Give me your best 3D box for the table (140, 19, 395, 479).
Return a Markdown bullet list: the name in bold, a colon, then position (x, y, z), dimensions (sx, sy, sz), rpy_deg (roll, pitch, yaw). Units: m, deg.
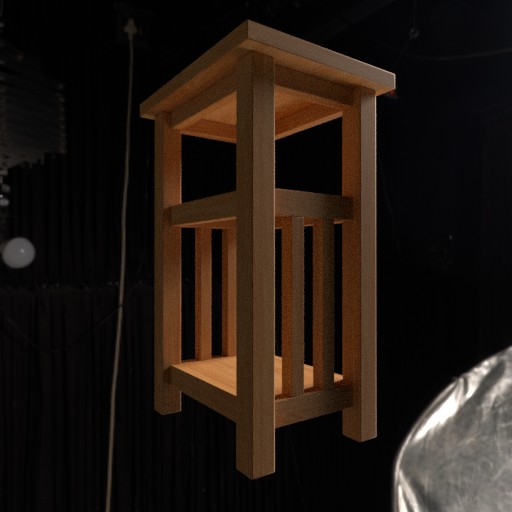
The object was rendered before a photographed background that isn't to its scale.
- **table**: position (0.000, 0.000, 0.735), dimensions (0.270, 0.550, 0.350), rpy_deg (0, 0, -35)
